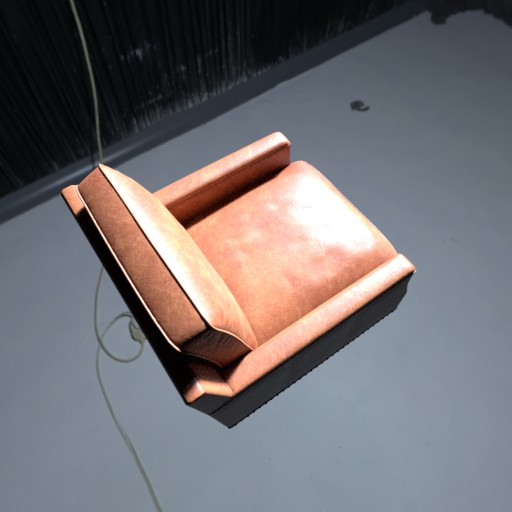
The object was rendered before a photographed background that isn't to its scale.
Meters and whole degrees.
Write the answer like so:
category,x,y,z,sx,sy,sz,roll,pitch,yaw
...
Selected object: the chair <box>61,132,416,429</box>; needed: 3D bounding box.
category,x,y,z,sx,sy,sz,roll,pitch,yaw
chair,0.000,0.000,1.730,1.014,0.943,0.853,-31,64,-17
